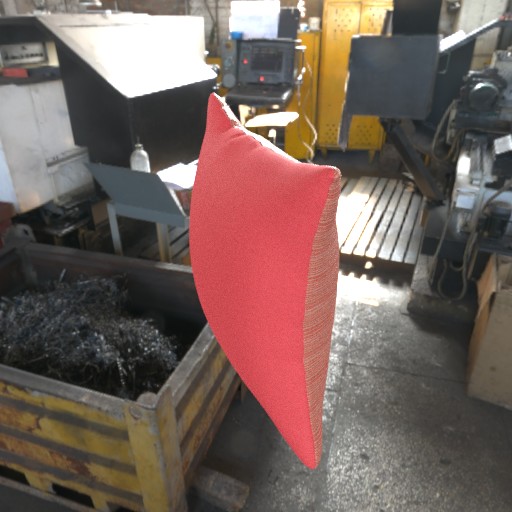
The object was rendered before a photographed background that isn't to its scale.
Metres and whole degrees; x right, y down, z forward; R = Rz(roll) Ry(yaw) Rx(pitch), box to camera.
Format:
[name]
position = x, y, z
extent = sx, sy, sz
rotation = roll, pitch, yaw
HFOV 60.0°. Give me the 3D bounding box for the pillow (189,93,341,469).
[pillow]
position = 0.000, 0.000, 0.824
extent = 0.229, 0.501, 0.559
rotation = -10, 30, -17
